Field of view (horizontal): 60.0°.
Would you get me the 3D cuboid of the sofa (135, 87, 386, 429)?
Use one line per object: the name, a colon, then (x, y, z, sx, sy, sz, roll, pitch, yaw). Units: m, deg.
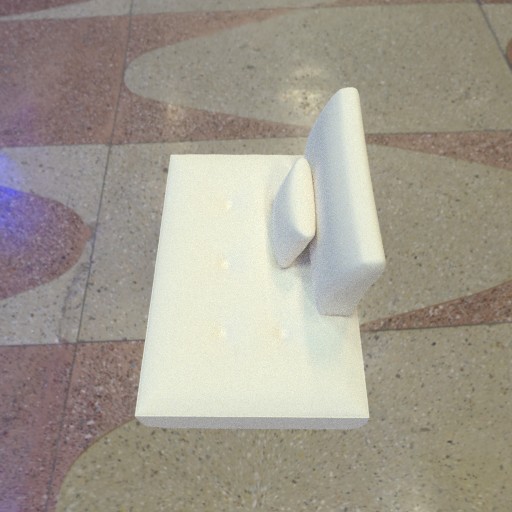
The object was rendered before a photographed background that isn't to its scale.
sofa: (0.000, 0.000, 2.118, 1.000, 0.820, 1.450, 0, 60, 0)
